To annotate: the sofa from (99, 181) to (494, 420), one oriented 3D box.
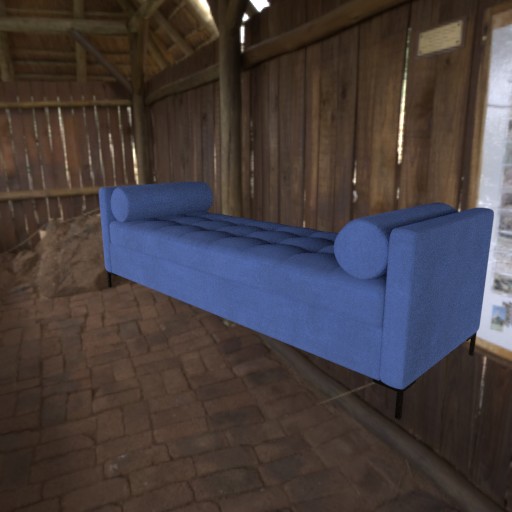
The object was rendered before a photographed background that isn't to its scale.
[{"bbox_3d":[0.000,0.000,2.256,0.686,0.635,1.981,-14,19,-43],"label":"sofa"}]
